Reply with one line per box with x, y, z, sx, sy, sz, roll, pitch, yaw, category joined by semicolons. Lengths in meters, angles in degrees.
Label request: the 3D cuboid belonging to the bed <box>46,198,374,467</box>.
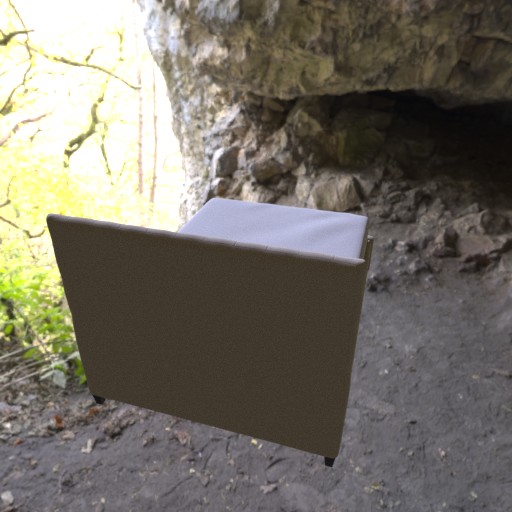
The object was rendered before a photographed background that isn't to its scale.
0.000;0.000;3.391;1.696;1.426;2.233;9;31;15;bed
